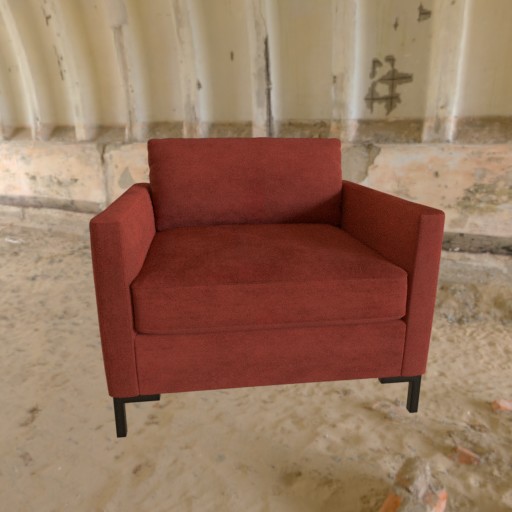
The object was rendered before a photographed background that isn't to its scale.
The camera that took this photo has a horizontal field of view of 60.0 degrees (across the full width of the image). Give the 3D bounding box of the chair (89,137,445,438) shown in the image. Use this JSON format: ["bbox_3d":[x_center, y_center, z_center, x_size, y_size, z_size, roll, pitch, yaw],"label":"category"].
[{"bbox_3d":[0.000,0.000,1.581,0.964,0.812,0.875,-2,16,-7],"label":"chair"}]
